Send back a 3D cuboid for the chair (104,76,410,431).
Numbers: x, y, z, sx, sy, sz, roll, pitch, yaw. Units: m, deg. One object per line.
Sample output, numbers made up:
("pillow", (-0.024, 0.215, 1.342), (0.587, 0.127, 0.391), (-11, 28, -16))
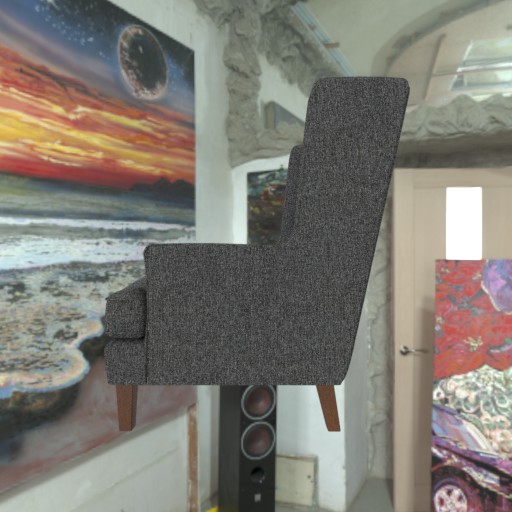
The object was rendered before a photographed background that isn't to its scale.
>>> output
("chair", (0.000, 0.000, 1.784), (0.927, 1.082, 0.942), (0, 1, 0))
